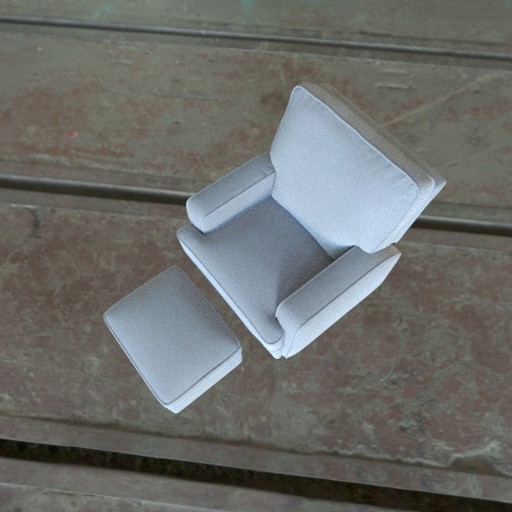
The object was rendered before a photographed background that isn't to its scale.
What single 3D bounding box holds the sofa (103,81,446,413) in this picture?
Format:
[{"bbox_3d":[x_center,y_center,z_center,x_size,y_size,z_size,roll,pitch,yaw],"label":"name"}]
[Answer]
[{"bbox_3d":[0.000,0.000,2.096,1.472,0.959,0.861,-36,69,-16],"label":"sofa"}]
